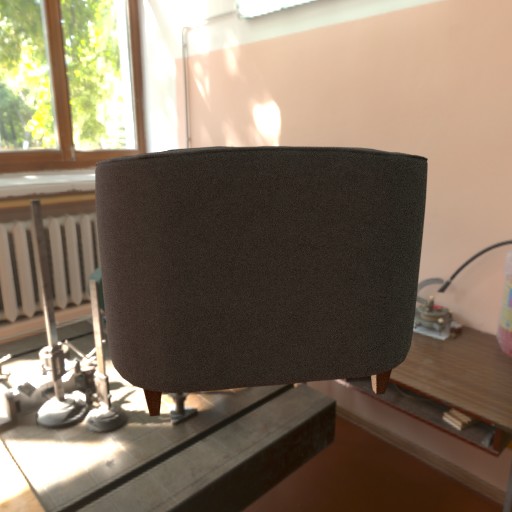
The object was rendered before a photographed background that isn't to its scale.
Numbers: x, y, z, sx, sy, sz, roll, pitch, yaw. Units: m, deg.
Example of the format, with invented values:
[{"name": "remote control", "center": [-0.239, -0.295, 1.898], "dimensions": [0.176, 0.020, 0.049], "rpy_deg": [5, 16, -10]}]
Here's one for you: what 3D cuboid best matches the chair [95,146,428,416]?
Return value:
[{"name": "chair", "center": [0.000, 0.000, 1.748], "dimensions": [1.104, 0.852, 0.941], "rpy_deg": [-2, 15, -9]}]
